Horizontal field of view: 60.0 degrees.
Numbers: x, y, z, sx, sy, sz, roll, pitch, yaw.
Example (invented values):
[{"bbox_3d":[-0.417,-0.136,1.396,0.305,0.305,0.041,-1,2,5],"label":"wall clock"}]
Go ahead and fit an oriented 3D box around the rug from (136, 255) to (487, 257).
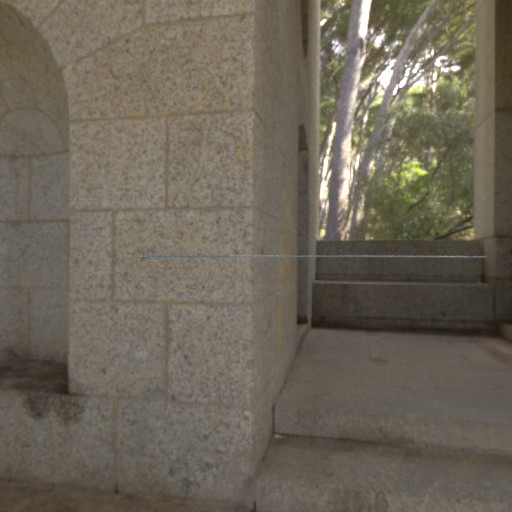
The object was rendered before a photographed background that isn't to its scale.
[{"bbox_3d":[0.000,0.000,2.179,1.135,0.010,1.740,0,0,-17],"label":"rug"}]
